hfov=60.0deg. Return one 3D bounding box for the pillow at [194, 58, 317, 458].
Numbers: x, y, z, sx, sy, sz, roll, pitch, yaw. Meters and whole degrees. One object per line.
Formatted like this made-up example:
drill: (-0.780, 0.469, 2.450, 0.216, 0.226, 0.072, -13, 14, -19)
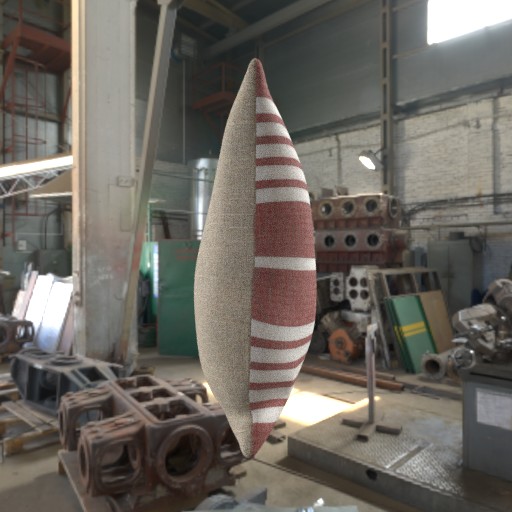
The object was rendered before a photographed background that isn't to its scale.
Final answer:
pillow: (0.000, 0.000, 0.681, 0.182, 0.427, 0.439, 0, 0, 0)
